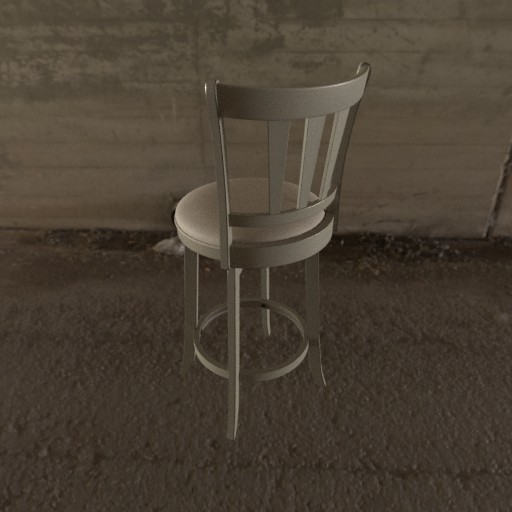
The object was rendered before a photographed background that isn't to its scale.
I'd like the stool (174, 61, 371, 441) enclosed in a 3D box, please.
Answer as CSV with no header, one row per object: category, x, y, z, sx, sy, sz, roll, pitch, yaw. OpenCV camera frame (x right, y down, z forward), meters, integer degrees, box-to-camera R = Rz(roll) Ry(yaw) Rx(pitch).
stool,0.000,0.000,1.287,0.436,1.042,0.475,-19,36,-29
